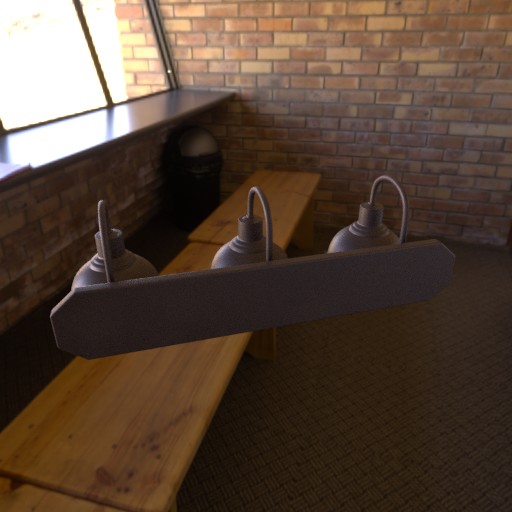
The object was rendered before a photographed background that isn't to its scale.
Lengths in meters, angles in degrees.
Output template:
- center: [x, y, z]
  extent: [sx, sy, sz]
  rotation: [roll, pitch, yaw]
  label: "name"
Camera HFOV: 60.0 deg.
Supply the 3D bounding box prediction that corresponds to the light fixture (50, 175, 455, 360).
- center: [0.000, 0.000, 0.767]
  extent: [0.634, 0.254, 0.229]
  rotation: [-7, 27, -15]
  label: "light fixture"
